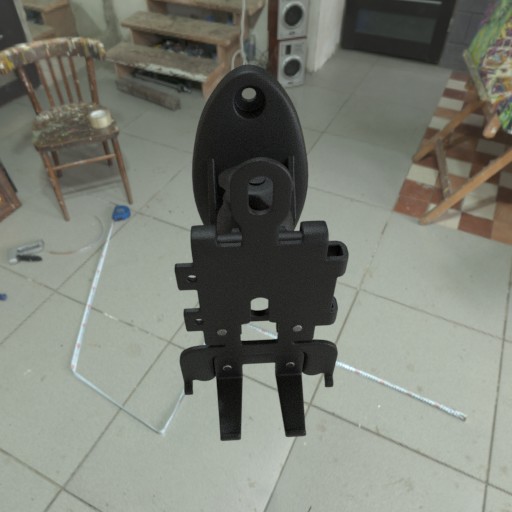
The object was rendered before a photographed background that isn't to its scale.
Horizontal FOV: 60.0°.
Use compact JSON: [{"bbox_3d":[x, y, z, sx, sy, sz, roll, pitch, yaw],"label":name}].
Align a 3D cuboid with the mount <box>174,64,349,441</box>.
[{"bbox_3d":[0.000,0.000,0.173,0.066,0.118,0.100,-2,46,-2],"label":"mount"}]
